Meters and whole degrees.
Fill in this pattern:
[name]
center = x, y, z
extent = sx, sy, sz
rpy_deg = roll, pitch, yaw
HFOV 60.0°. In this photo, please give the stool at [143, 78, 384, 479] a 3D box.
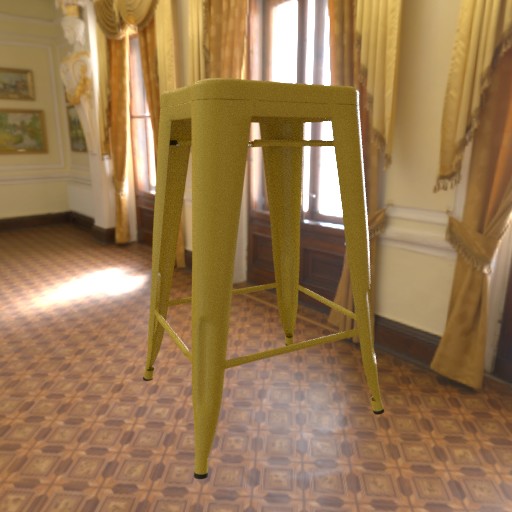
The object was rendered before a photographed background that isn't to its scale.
[stool]
center = 0.000, 0.000, 0.863
extent = 0.399, 0.609, 0.359
rpy_deg = -8, 17, -27
